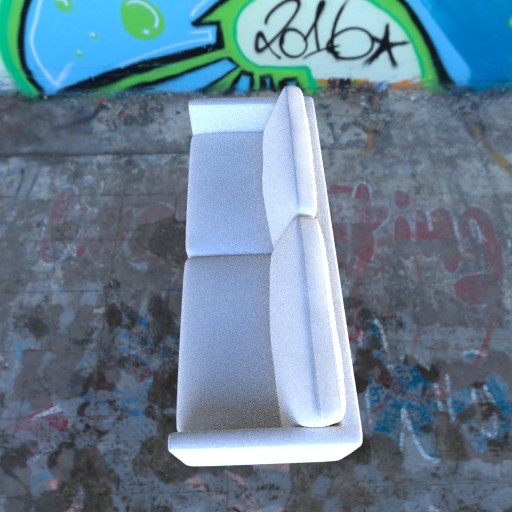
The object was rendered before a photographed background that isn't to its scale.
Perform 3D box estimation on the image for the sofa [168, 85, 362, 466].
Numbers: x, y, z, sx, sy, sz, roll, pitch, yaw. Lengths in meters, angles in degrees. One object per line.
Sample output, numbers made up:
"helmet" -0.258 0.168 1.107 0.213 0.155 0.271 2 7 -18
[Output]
"sofa" 0.000 0.000 2.909 0.948 0.965 2.434 -2 60 -1
